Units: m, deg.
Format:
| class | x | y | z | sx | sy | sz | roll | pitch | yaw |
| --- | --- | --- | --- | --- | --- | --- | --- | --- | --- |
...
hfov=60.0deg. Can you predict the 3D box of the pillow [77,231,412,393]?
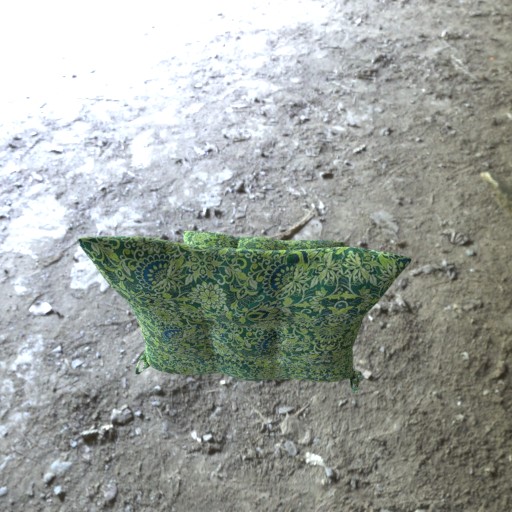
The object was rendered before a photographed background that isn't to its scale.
| class | x | y | z | sx | sy | sz | roll | pitch | yaw |
| --- | --- | --- | --- | --- | --- | --- | --- | --- | --- |
| pillow | 0.000 | 0.000 | 1.019 | 0.541 | 0.536 | 0.585 | 4 | 46 | 3 |
